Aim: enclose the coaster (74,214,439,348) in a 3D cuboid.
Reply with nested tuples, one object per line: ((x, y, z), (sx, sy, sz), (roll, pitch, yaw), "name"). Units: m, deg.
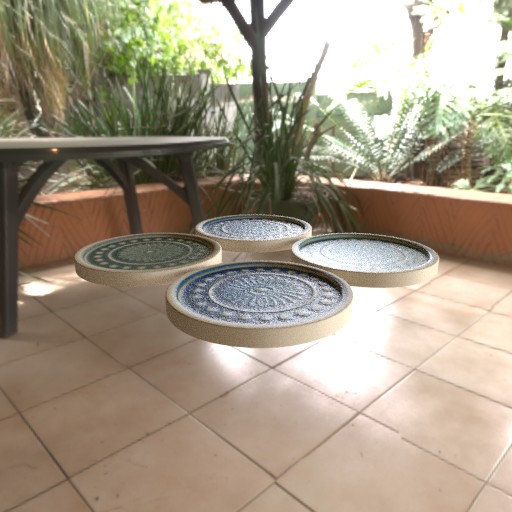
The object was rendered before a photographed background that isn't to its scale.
((0.000, 0.000, 0.338), (0.224, 0.010, 0.220), (16, 23, 42), "coaster")
